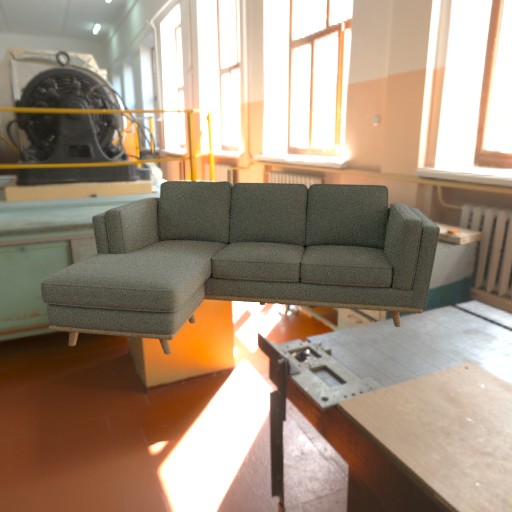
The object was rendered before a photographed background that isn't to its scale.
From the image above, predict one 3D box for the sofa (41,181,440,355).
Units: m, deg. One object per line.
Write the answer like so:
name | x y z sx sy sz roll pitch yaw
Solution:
sofa | 0.000 0.000 3.159 2.411 0.929 1.604 3 15 10
